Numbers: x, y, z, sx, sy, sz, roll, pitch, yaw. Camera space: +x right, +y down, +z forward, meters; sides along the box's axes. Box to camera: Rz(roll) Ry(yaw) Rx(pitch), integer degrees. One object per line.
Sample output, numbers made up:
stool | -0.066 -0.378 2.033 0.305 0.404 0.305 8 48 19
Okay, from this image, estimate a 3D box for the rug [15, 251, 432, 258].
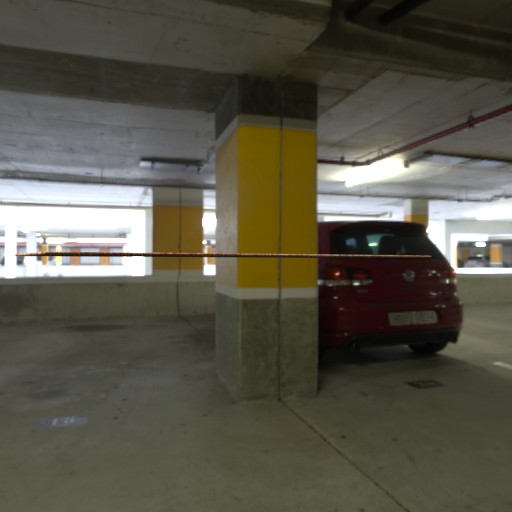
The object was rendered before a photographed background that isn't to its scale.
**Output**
rug | 0.000 0.000 2.625 2.435 0.011 0.750 0 -1 -36
